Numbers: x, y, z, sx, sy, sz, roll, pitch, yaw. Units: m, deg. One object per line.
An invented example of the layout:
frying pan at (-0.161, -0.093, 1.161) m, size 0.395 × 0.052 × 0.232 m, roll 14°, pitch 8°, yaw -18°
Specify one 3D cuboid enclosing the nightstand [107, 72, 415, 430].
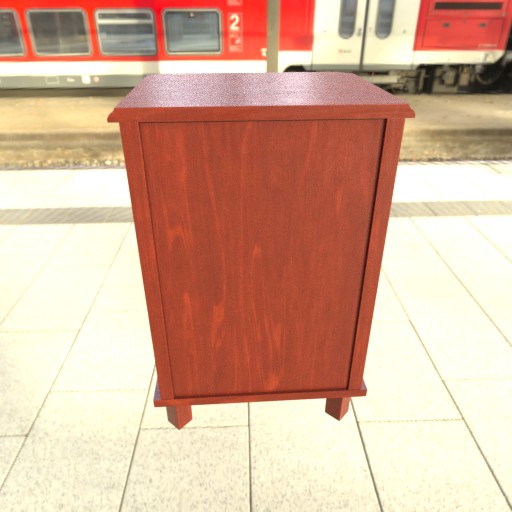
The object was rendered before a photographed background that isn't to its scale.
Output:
nightstand at (0.000, 0.000, 0.936) m, size 0.435 × 0.681 × 0.351 m, roll -2°, pitch 30°, yaw -3°
